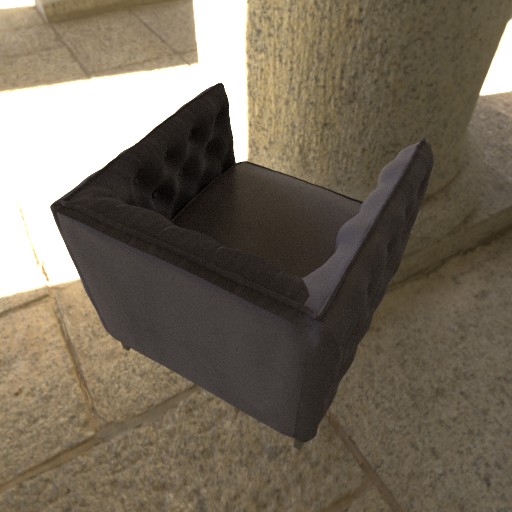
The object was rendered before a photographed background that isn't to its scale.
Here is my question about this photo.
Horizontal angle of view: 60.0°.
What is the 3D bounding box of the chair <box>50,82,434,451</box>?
[{"bbox_3d":[0.000,0.000,1.646,0.946,0.807,0.913,23,51,20],"label":"chair"}]
